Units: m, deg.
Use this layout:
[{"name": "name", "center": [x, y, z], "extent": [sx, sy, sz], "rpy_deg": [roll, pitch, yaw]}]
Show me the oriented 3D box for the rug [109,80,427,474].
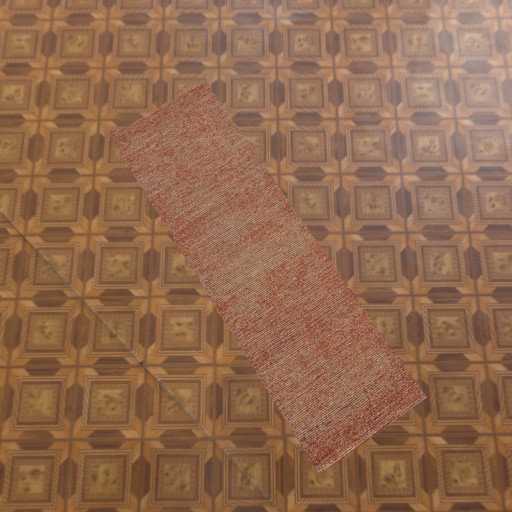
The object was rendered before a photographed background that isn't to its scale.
[{"name": "rug", "center": [0.000, 0.000, 2.608], "extent": [0.718, 0.013, 2.353], "rpy_deg": [-32, 78, -7]}]
